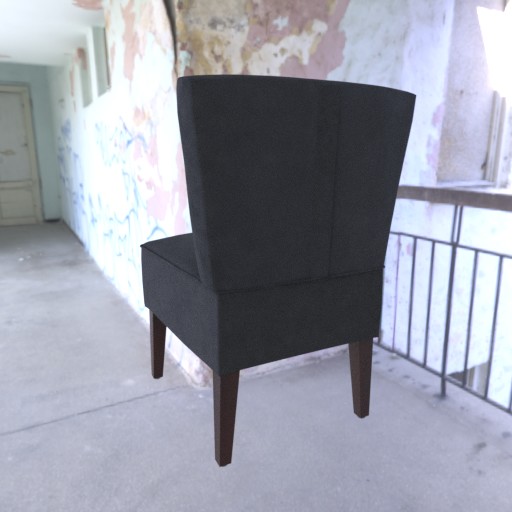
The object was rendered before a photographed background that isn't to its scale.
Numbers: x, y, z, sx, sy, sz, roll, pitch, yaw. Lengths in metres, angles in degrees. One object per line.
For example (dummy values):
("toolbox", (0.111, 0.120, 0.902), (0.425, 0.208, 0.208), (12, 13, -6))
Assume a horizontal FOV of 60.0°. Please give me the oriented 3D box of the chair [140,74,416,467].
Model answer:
("chair", (0.000, 0.000, 1.158), (0.521, 0.806, 0.554), (-7, 15, -26))
